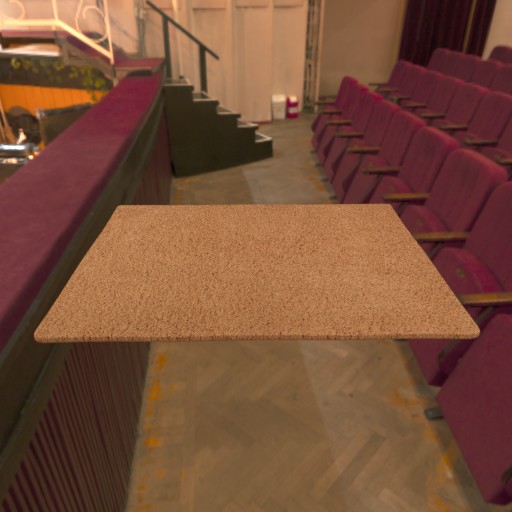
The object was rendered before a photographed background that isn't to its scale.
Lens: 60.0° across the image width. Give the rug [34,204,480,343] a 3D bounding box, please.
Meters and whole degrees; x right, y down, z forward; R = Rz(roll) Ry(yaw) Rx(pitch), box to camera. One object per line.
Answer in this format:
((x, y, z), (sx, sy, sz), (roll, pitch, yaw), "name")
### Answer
((0.000, 0.000, 2.090), (1.600, 0.025, 1.199), (0, 29, -1), "rug")
